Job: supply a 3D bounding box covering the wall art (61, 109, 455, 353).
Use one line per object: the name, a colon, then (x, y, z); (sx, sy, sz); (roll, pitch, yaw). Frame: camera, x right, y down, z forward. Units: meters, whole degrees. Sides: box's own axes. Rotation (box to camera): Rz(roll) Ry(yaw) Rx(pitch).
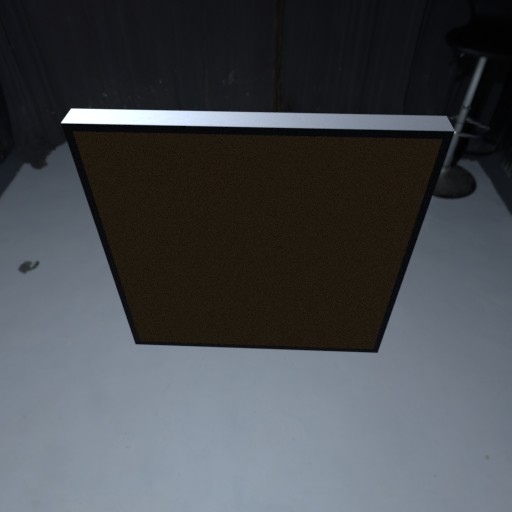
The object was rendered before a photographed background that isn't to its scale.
wall art: (0.000, 0.000, 0.765); (0.509, 0.509, 0.040); (2, 45, 2)
